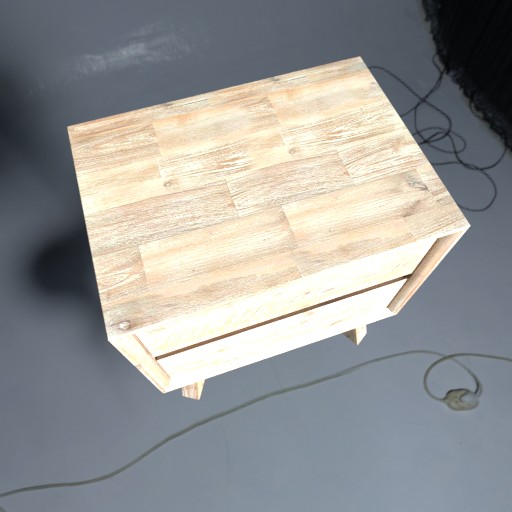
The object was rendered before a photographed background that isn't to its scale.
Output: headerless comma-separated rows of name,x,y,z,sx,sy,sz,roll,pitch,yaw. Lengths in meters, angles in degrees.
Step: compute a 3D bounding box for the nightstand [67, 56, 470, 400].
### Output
nightstand,0.000,0.000,0.978,0.552,0.589,0.396,-17,64,-8
